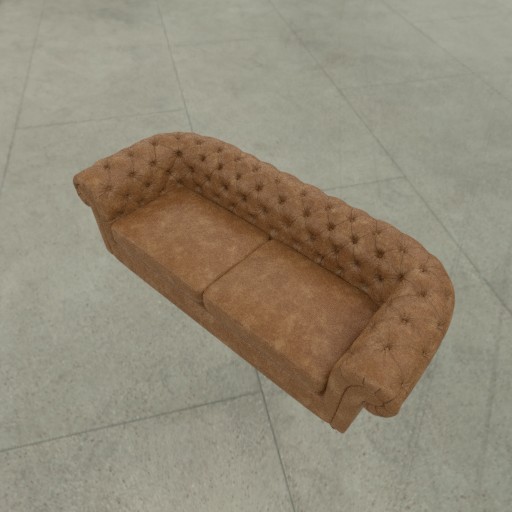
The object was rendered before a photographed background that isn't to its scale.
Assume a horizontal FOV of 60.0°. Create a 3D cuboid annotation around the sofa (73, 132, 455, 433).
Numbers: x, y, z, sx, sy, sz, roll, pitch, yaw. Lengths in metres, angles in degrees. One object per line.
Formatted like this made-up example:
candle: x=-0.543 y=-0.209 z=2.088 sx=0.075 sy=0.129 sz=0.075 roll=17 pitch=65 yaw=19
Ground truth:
sofa: x=0.000 y=0.000 z=2.793 sx=2.365 sy=0.760 sz=0.989 roll=32 pitch=55 yaw=26
